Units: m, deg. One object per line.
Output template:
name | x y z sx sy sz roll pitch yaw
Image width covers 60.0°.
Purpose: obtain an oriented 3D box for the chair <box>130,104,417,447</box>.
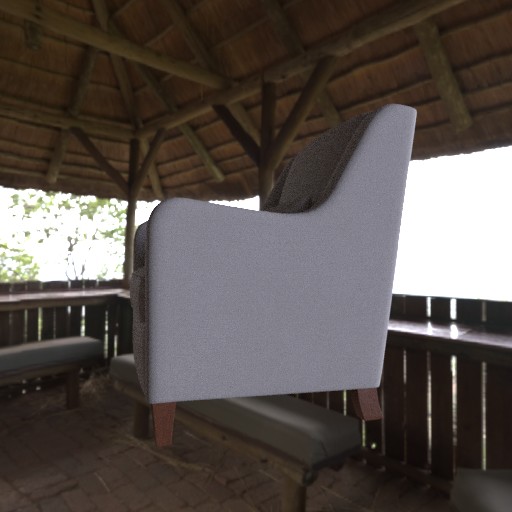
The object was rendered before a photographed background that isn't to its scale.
chair | 0.000 0.000 1.604 0.863 1.010 0.715 0 -1 -18
